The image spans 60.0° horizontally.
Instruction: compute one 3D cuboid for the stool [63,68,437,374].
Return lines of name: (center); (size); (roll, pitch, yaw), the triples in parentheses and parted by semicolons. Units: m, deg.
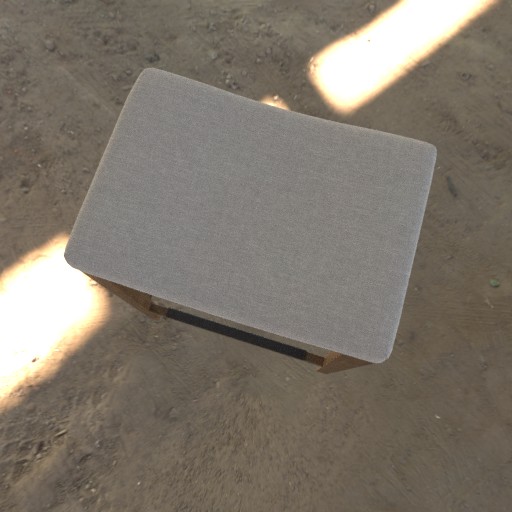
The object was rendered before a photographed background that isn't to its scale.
stool: (0.000, 0.000, 0.942); (0.508, 0.660, 0.356); (17, 76, 4)
